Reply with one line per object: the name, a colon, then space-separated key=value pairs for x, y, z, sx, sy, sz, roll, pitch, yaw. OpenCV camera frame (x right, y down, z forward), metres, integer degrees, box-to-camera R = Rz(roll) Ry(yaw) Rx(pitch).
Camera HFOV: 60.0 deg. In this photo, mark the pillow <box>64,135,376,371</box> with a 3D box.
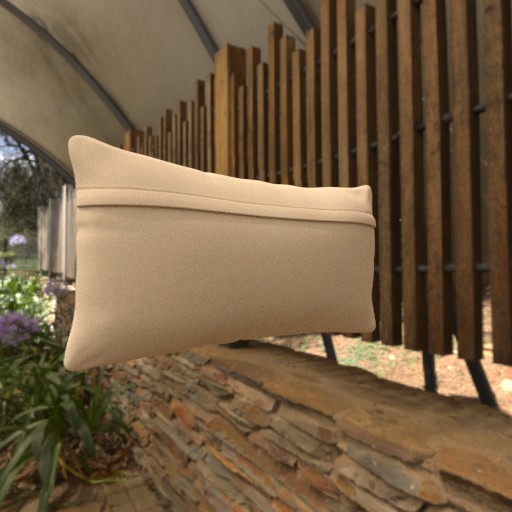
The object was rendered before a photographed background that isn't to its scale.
pillow: x=0.000 y=0.000 z=0.745 sx=0.604 sy=0.307 sz=0.148 roll=1 pitch=-2 yaw=-36
